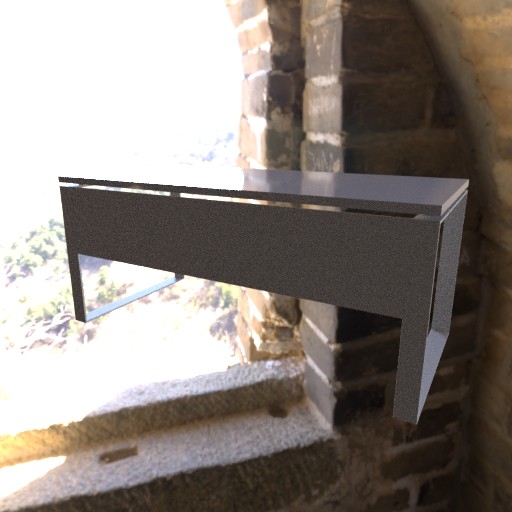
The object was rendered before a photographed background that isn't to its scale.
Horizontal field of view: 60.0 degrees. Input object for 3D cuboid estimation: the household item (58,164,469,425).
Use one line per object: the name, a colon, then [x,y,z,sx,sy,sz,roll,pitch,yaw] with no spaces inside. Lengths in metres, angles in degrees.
household item: [0.000,0.000,2.125,1.700,0.745,0.800,9,18,29]
